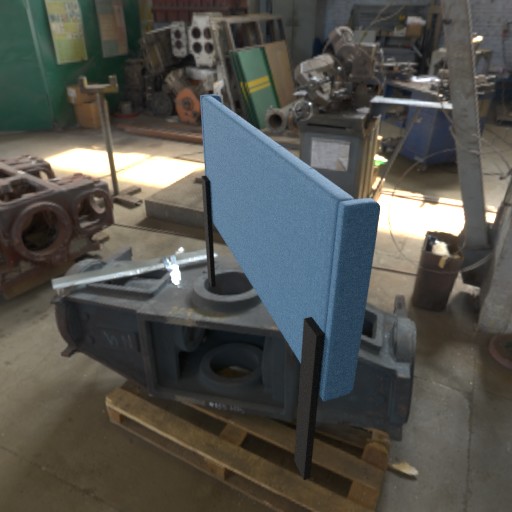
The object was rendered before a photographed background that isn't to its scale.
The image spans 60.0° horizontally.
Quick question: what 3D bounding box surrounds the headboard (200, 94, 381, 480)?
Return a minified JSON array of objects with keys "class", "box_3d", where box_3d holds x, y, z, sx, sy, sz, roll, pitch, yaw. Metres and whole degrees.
[{"class":"headboard","box_3d":[0.000,0.000,2.690,0.184,1.524,2.051,-10,32,-17]}]
